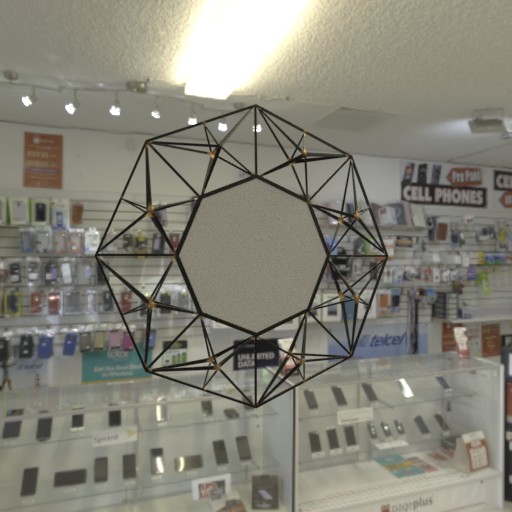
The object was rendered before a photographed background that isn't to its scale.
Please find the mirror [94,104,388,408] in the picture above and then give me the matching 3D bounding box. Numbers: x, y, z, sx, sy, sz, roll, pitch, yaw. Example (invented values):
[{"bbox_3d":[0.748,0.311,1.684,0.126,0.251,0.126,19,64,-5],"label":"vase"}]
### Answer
[{"bbox_3d":[0.000,0.000,1.036,0.710,0.710,0.094,0,0,-17],"label":"mirror"}]
